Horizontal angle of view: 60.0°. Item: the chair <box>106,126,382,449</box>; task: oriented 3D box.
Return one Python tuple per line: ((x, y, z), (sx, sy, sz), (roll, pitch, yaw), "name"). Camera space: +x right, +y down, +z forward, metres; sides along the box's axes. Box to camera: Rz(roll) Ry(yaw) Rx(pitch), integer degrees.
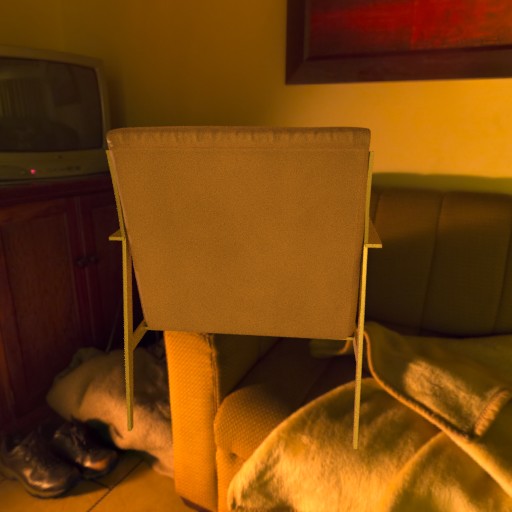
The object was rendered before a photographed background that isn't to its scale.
((0.000, 0.000, 1.477), (0.701, 0.823, 0.848), (2, 16, 6), "chair")
